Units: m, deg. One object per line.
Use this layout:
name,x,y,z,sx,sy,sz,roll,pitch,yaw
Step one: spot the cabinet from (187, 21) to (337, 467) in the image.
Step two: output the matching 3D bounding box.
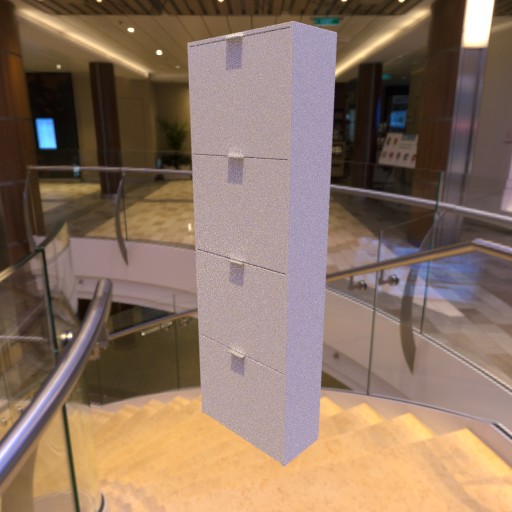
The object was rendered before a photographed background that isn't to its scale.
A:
cabinet,0.000,0.000,1.816,0.520,1.630,0.255,15,22,42
